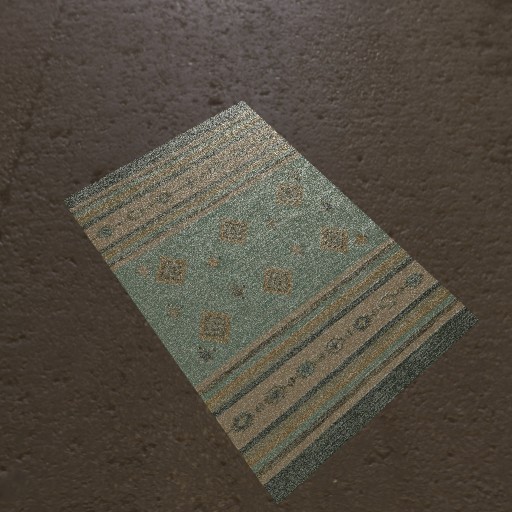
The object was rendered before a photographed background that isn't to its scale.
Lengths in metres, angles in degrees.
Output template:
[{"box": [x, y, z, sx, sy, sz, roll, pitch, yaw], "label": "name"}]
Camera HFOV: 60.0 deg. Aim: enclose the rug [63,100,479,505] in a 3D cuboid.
[{"box": [0.000, 0.000, 2.215, 1.212, 0.010, 1.811, -35, 67, -17], "label": "rug"}]
